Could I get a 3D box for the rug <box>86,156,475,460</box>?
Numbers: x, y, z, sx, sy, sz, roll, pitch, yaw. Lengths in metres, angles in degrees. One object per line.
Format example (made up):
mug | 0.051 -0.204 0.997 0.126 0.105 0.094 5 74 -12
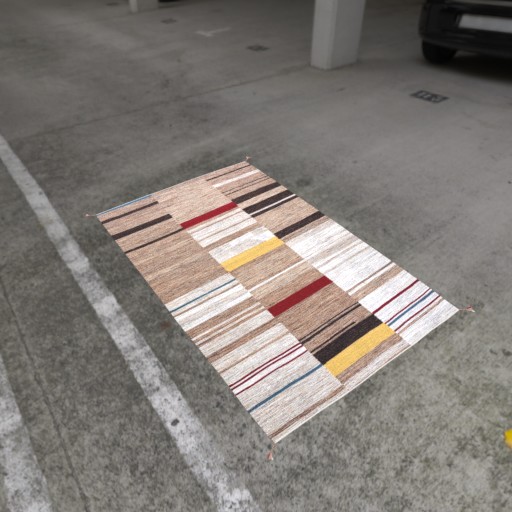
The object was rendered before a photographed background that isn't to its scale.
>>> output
rug | 0.000 0.000 2.456 1.268 0.007 1.918 -26 47 -26
